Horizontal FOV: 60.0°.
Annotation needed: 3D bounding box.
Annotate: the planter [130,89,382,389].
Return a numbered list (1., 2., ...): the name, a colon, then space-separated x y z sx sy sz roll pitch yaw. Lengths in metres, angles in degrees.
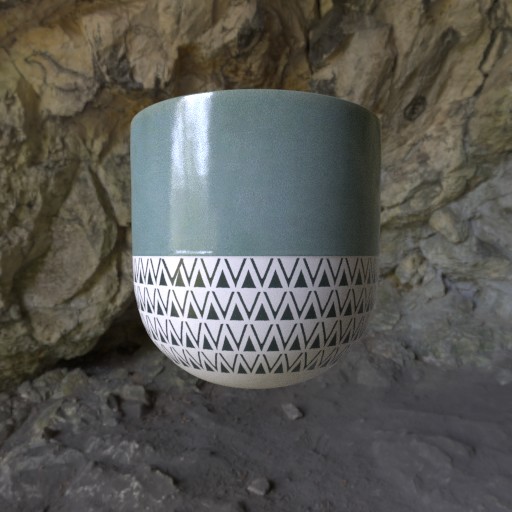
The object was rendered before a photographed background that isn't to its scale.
1. planter: 0.000 0.000 0.488 0.266 0.270 0.266 0 0 0
